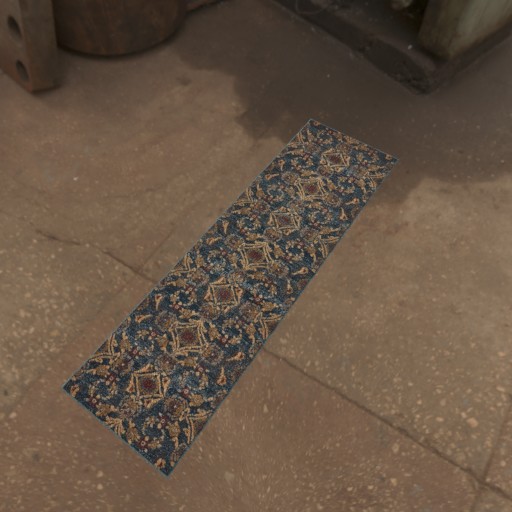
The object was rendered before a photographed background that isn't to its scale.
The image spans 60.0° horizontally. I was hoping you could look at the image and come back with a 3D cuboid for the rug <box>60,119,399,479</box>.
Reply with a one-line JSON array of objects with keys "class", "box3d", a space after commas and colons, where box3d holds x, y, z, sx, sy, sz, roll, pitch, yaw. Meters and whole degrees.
[{"class": "rug", "box3d": [0.000, 0.000, 2.510, 0.685, 0.014, 2.292, 31, 63, 18]}]
